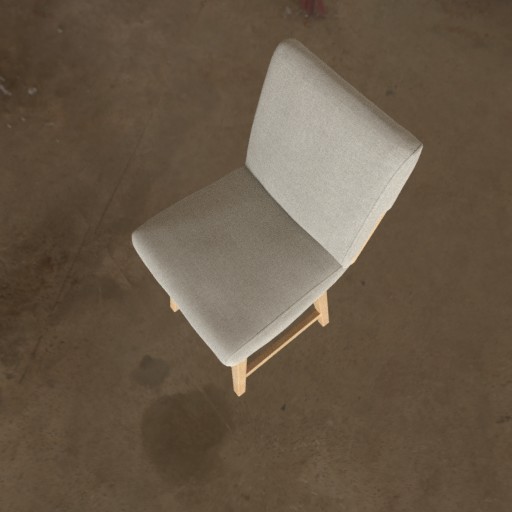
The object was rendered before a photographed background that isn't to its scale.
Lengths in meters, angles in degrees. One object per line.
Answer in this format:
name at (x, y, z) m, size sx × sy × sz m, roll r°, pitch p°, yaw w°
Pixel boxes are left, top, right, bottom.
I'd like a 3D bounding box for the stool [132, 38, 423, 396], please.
stool at (0.000, 0.000, 1.434) m, size 0.606 × 1.085 × 0.507 m, roll -36°, pitch 70°, yaw -16°
